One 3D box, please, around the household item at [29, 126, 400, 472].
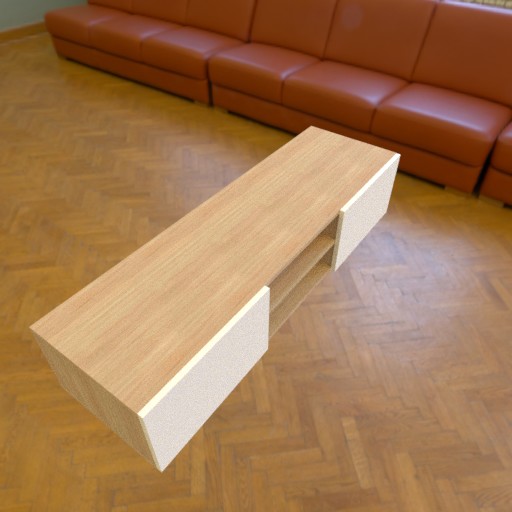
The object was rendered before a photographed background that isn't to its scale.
[{"bbox_3d":[0.000,0.000,1.568,0.420,0.310,1.400,26,49,26],"label":"household item"}]
